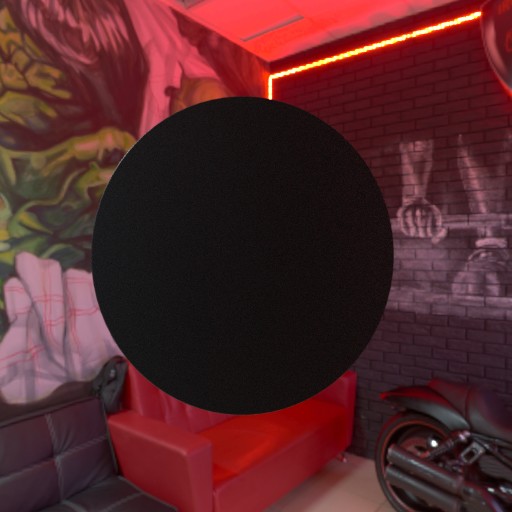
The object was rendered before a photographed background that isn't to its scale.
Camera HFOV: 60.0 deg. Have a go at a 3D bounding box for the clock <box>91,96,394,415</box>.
[{"bbox_3d":[0.000,0.000,0.652,0.454,0.454,0.038,0,0,-19],"label":"clock"}]
